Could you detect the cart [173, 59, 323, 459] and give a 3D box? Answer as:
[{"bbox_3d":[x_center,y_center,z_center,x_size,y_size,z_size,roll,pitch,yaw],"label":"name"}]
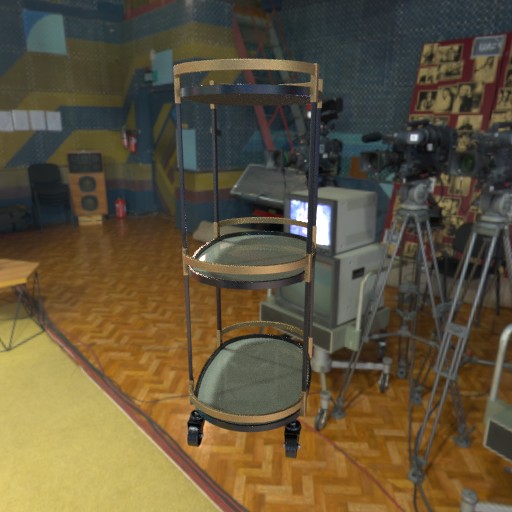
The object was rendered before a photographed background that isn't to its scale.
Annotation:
[{"bbox_3d":[0.000,0.000,1.159,0.311,0.885,0.515,3,16,9],"label":"cart"}]
